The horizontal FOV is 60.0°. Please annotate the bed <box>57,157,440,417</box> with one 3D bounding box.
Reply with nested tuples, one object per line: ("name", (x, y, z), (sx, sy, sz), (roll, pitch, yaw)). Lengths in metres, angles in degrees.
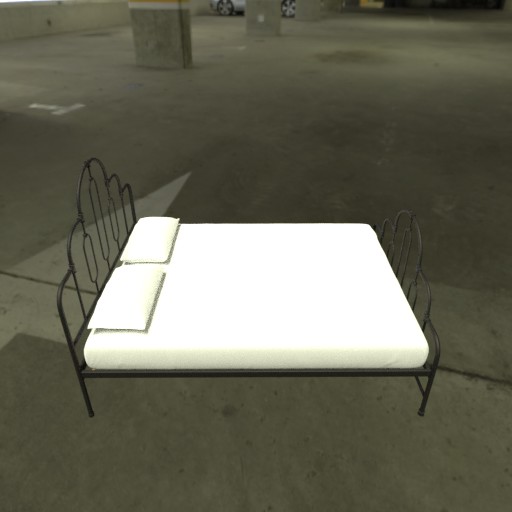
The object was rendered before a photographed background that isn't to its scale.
("bed", (0.000, 0.000, 3.169), (2.163, 1.429, 1.640), (0, 31, 0))
